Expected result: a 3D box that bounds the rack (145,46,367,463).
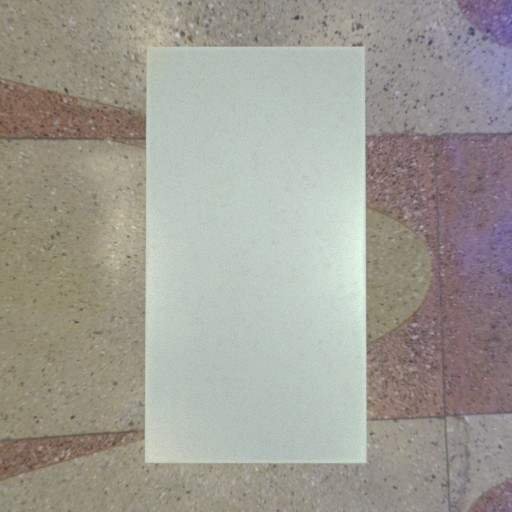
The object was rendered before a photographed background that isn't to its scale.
[{"bbox_3d":[0.000,0.000,1.670,0.613,0.880,1.159,0,89,0],"label":"rack"}]
